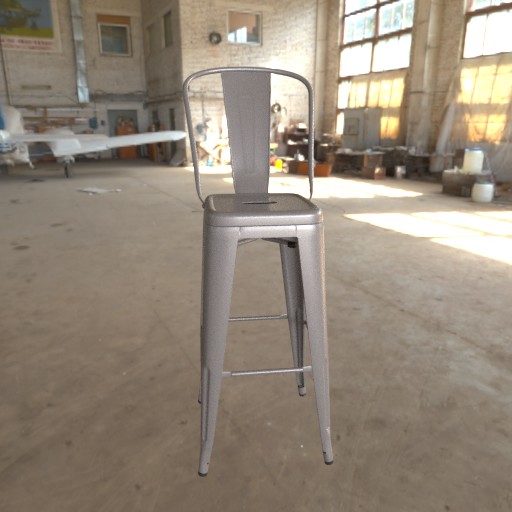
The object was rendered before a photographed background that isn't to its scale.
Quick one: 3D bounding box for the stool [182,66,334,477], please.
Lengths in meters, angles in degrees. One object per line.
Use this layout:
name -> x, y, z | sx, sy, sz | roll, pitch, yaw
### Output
stool -> 0.000, 0.000, 1.313 | 0.399, 1.096, 0.513 | -2, 17, -7
